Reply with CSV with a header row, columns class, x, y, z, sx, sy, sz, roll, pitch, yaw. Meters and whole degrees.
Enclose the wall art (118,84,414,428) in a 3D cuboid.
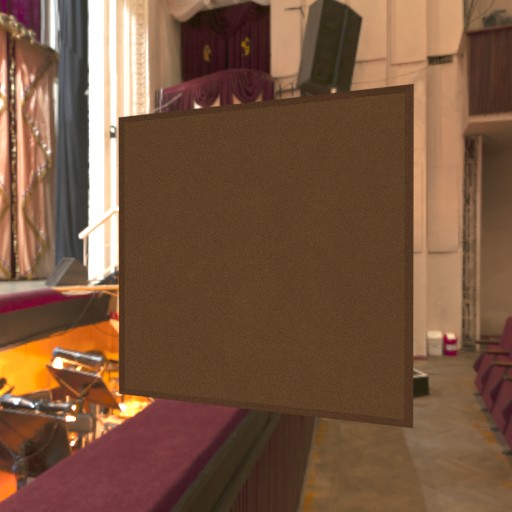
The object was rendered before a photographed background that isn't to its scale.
class,x,y,z,sx,sy,sz,roll,pitch,yaw
wall art,0.000,0.000,0.456,0.304,0.303,0.038,0,0,18
